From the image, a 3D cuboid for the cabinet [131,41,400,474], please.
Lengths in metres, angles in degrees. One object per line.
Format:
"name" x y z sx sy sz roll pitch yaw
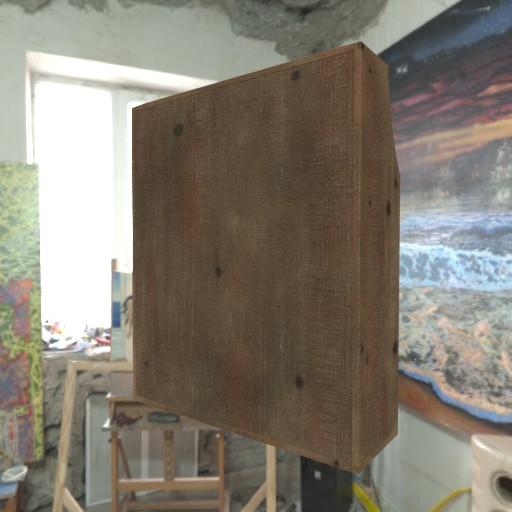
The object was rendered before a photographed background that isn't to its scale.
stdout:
"cabinet" 0.000 0.000 0.823 0.489 0.590 0.184 1 2 37
